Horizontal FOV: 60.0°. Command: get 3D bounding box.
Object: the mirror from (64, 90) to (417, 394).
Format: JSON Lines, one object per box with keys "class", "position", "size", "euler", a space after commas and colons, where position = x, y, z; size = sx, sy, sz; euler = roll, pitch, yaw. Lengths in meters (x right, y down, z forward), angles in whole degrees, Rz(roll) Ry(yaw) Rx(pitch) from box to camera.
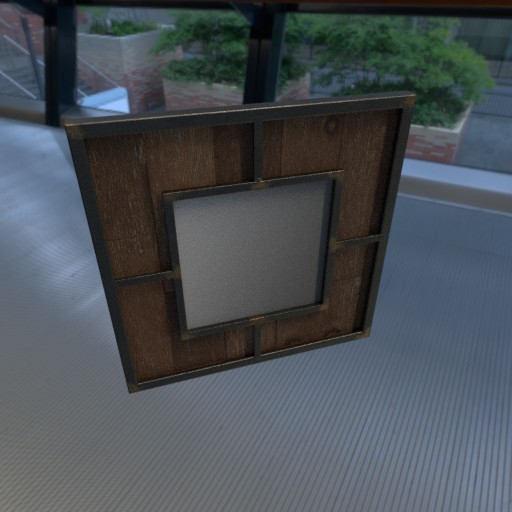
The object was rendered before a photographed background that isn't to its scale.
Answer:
{"class": "mirror", "position": [0.000, 0.000, 0.573], "size": [0.382, 0.381, 0.020], "euler": [-10, 35, -14]}
